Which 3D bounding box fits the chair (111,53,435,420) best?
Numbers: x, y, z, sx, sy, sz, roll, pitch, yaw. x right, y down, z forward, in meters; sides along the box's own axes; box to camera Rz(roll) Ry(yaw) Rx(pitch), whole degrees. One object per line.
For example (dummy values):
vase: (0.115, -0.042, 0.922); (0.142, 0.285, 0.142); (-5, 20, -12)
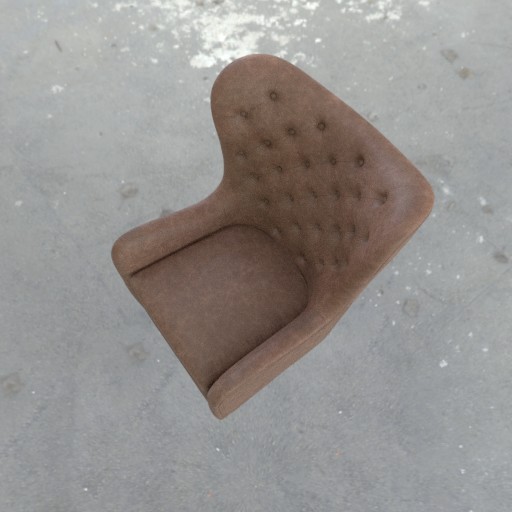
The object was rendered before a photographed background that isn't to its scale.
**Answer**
chair: (0.000, 0.000, 1.732); (0.930, 1.079, 0.831); (-34, 67, -16)
